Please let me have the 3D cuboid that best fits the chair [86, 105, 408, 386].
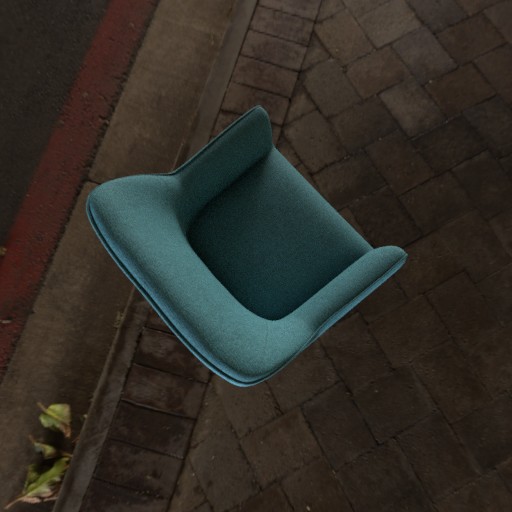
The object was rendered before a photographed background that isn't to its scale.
[{"bbox_3d":[0.000,0.000,1.197,0.519,0.803,0.543,-41,80,-9],"label":"chair"}]
